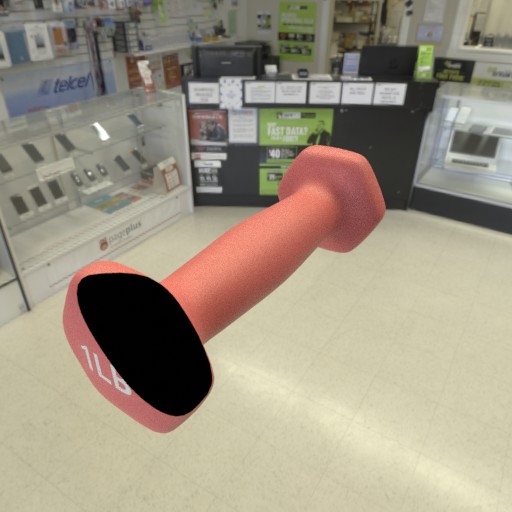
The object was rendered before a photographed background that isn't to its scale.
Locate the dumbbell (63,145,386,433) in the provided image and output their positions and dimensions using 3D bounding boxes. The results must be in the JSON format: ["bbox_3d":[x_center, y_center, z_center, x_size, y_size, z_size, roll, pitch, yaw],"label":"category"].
[{"bbox_3d":[0.000,0.000,0.146,0.047,0.043,0.123,20,37,29],"label":"dumbbell"}]
